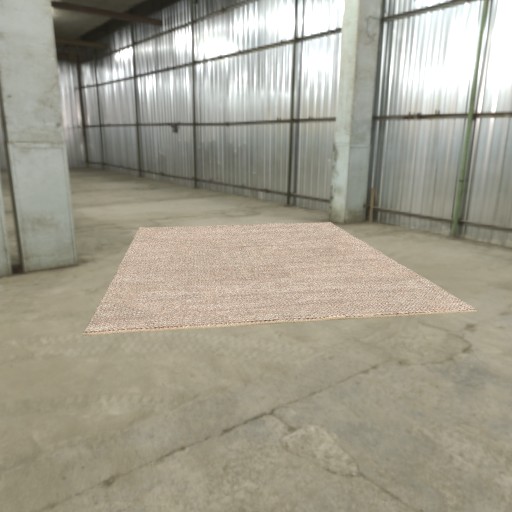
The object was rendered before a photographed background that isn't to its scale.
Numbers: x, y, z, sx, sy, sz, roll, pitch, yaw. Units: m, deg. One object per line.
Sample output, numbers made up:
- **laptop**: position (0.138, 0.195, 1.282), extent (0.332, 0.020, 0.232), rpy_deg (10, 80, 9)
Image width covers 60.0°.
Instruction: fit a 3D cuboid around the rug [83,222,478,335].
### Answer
- **rug**: position (0.000, 0.000, 4.112), extent (2.429, 0.030, 3.052), rpy_deg (-2, 15, -8)
